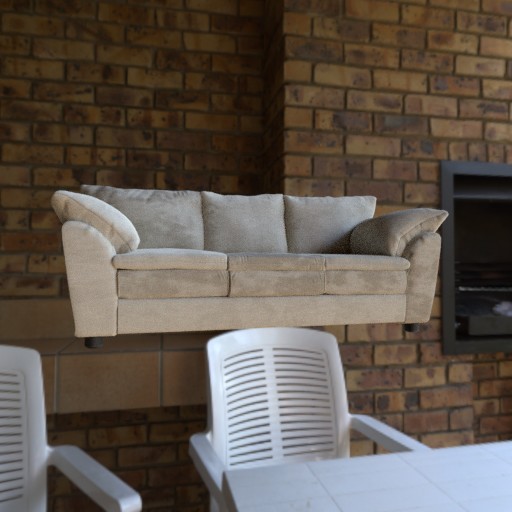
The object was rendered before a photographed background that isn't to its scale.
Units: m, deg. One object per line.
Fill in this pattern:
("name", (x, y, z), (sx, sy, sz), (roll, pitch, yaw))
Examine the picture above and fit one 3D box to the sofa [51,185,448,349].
("sofa", (0.000, 0.000, 2.899), (2.377, 0.981, 0.893), (1, -2, -18))
